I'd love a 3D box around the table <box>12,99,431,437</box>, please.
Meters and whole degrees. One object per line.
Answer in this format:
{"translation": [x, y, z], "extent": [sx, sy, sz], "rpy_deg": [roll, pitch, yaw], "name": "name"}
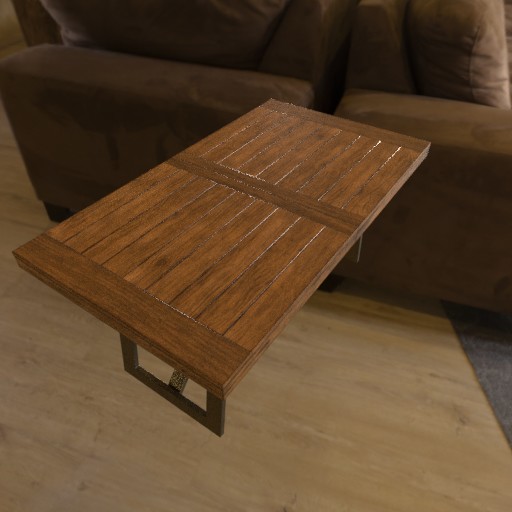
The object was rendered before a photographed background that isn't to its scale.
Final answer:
{"translation": [0.000, 0.000, 2.099], "extent": [0.931, 0.757, 1.641], "rpy_deg": [25, 47, 25], "name": "table"}
